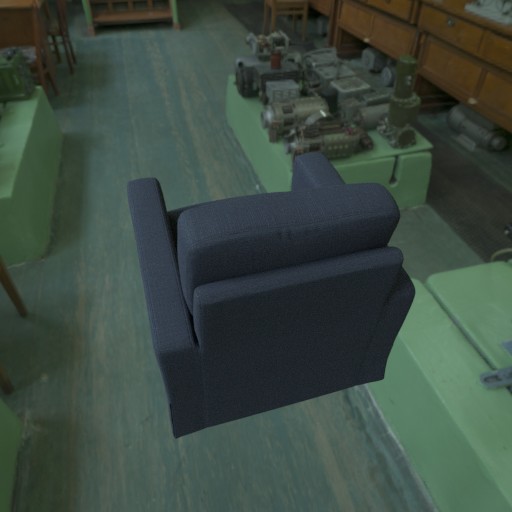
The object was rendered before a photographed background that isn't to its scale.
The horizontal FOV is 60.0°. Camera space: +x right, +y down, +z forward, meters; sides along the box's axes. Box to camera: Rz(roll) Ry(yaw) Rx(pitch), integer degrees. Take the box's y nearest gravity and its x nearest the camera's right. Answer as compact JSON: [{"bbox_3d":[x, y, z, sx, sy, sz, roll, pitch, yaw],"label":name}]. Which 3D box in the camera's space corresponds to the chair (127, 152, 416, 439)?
[{"bbox_3d":[0.000,0.000,1.564,0.798,0.855,0.863,-11,42,-13],"label":"chair"}]
